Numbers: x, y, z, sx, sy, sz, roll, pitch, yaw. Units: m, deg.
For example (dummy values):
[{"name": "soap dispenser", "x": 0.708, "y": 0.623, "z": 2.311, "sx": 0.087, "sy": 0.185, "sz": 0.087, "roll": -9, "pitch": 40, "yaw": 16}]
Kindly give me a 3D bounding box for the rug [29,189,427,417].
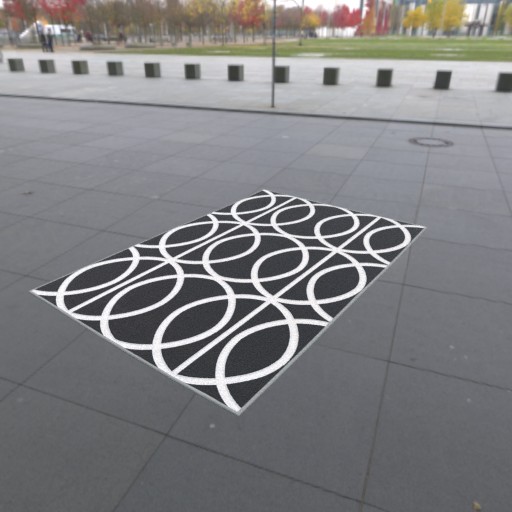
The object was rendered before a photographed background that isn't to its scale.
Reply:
[{"name": "rug", "x": 0.000, "y": 0.000, "z": 2.904, "sx": 1.526, "sy": 0.014, "sz": 2.290, "roll": 18, "pitch": 32, "yaw": 32}]
